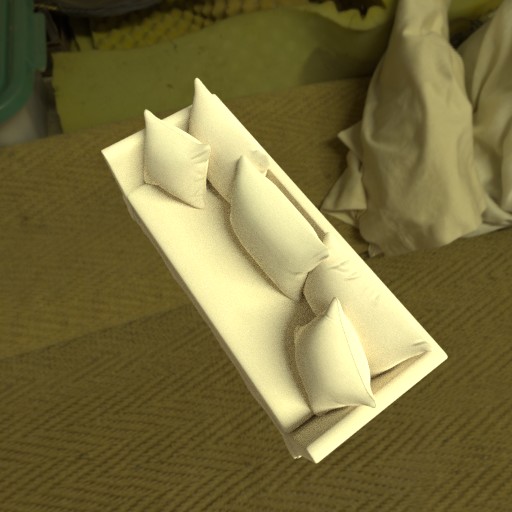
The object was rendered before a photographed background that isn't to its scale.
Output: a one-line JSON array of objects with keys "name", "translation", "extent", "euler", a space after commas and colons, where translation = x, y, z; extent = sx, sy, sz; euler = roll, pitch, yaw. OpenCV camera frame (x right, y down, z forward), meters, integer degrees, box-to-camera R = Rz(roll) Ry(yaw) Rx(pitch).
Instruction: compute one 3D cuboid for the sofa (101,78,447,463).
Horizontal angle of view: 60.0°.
[{"name": "sofa", "translation": [0.000, 0.000, 3.050], "extent": [1.030, 1.042, 2.484], "euler": [-32, 68, -14]}]
